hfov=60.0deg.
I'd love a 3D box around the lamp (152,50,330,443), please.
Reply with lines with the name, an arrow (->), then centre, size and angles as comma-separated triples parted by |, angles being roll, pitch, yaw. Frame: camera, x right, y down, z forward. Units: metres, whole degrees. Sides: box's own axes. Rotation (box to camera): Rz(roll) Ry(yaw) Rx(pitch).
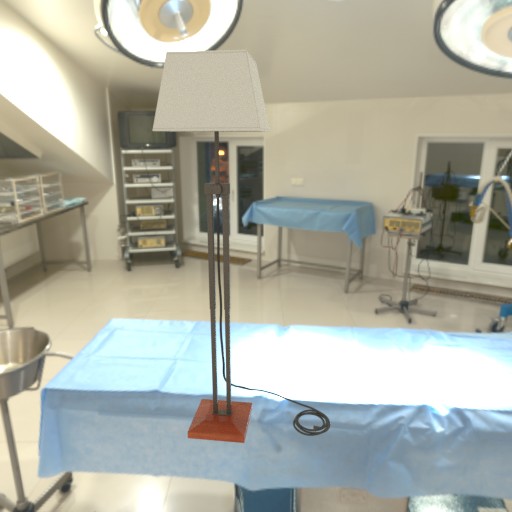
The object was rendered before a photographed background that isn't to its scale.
lamp -> 0.000, 0.000, 2.026 | 0.745, 1.712, 0.472 | 2, 15, 7
